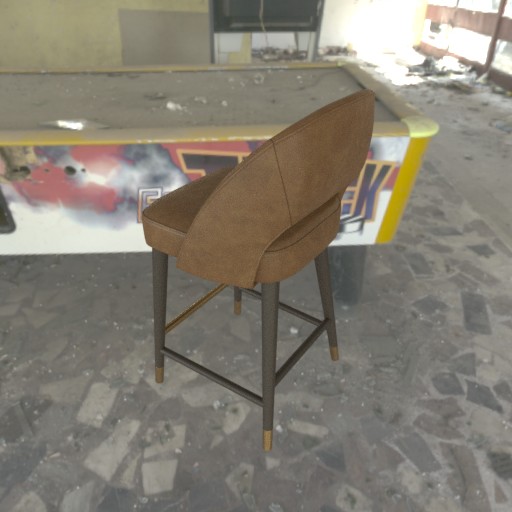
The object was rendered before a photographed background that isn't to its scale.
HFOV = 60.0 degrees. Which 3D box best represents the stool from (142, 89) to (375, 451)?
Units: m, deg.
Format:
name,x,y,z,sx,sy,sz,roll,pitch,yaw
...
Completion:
name,x,y,z,sx,sy,sz,roll,pitch,yaw
stool,0.000,0.000,1.255,0.509,0.940,0.494,21,38,29
